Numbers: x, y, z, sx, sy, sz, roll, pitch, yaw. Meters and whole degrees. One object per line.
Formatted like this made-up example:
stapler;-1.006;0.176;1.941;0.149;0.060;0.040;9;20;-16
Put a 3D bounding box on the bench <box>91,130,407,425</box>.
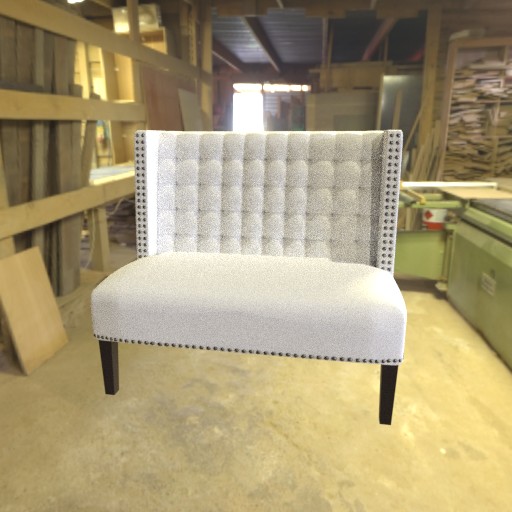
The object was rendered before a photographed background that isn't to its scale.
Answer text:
bench;0.000;0.000;2.052;1.280;1.123;0.847;3;15;10
